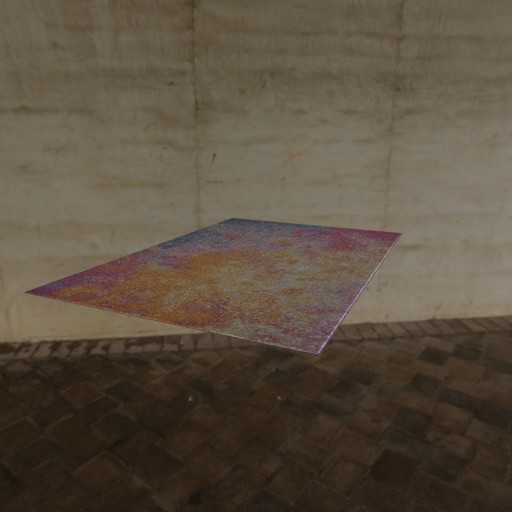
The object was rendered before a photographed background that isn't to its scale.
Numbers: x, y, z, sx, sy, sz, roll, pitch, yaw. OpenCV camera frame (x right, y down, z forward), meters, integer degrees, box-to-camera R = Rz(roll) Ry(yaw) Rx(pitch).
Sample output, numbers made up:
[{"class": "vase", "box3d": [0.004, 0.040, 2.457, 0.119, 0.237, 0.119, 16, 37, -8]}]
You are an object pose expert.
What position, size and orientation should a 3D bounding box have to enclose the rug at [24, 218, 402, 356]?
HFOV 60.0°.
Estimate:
[{"class": "rug", "box3d": [0.000, 0.000, 3.748, 2.007, 0.013, 2.896, 7, 17, 24]}]
